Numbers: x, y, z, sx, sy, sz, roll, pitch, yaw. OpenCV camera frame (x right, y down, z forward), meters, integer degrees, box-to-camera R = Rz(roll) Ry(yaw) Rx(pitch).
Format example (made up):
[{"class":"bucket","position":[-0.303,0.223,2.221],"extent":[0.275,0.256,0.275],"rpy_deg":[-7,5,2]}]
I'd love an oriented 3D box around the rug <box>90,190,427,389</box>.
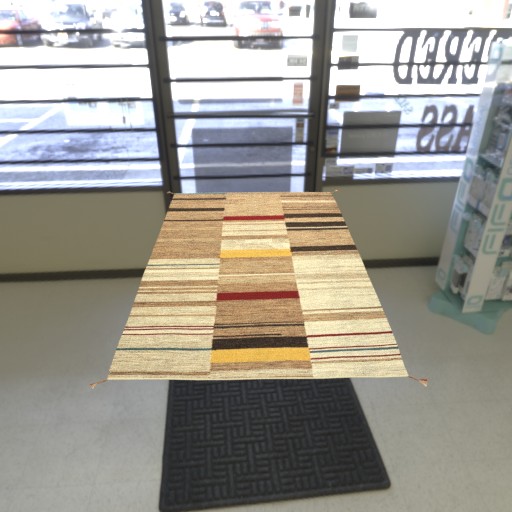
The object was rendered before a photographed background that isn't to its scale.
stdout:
[{"class":"rug","position":[0.000,0.000,2.445],"extent":[1.268,0.007,1.918],"rpy_deg":[0,30,-1]}]
